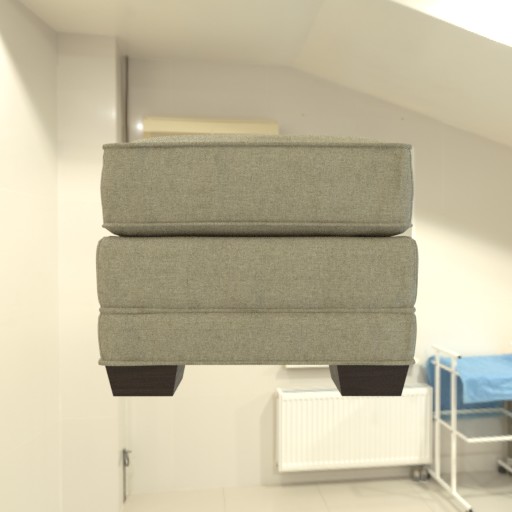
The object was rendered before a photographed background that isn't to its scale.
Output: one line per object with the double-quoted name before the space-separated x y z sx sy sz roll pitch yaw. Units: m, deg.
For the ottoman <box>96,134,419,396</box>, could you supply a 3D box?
"ottoman" 0.000 0.000 1.209 0.611 0.508 0.848 0 1 0
